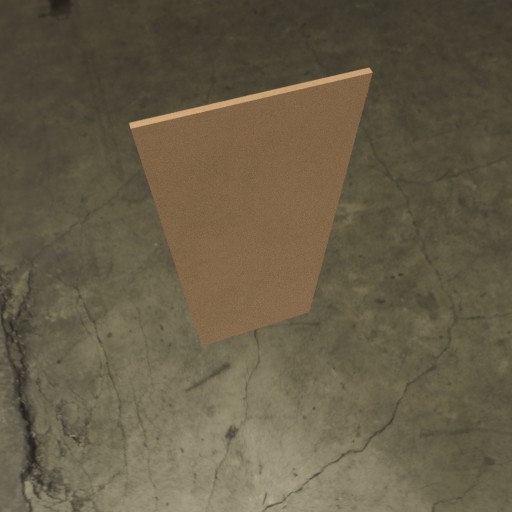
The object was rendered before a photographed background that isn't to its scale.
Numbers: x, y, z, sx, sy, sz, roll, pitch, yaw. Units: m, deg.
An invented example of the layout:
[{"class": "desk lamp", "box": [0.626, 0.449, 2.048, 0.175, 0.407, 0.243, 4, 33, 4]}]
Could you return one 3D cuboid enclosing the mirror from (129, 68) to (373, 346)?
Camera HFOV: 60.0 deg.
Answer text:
[{"class": "mirror", "box": [0.000, 0.000, 2.296, 0.812, 2.031, 0.026, -16, 61, -9]}]
